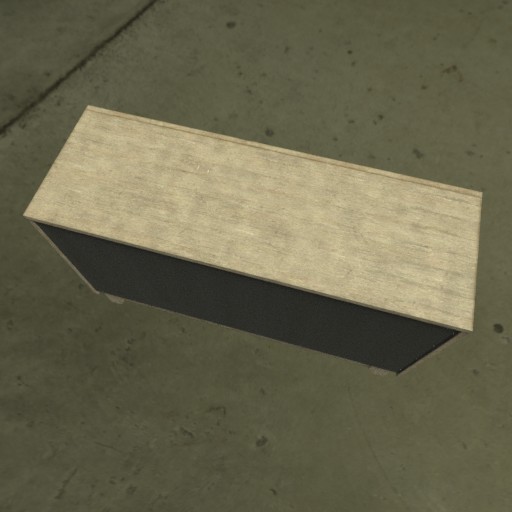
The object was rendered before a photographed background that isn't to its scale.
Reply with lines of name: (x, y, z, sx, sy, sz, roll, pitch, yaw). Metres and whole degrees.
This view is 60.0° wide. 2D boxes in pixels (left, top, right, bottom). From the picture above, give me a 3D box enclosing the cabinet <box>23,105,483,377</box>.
cabinet: (0.000, 0.000, 1.859, 1.460, 0.825, 0.511, 14, 65, 7)
